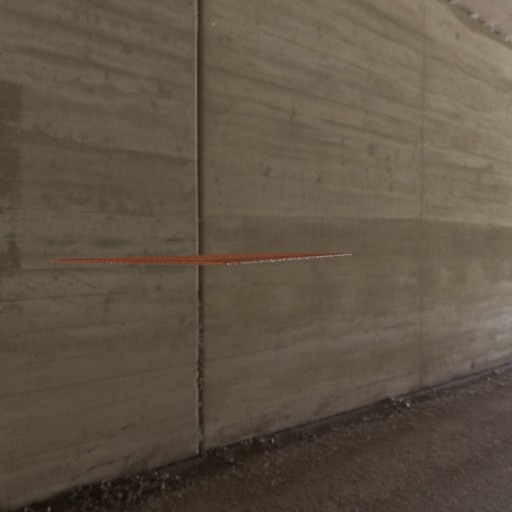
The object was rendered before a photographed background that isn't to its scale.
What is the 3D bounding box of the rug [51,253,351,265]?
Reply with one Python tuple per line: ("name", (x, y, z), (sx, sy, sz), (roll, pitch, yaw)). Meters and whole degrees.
("rug", (0.000, 0.000, 2.686), (0.914, 0.013, 2.471), (0, 1, 18))
